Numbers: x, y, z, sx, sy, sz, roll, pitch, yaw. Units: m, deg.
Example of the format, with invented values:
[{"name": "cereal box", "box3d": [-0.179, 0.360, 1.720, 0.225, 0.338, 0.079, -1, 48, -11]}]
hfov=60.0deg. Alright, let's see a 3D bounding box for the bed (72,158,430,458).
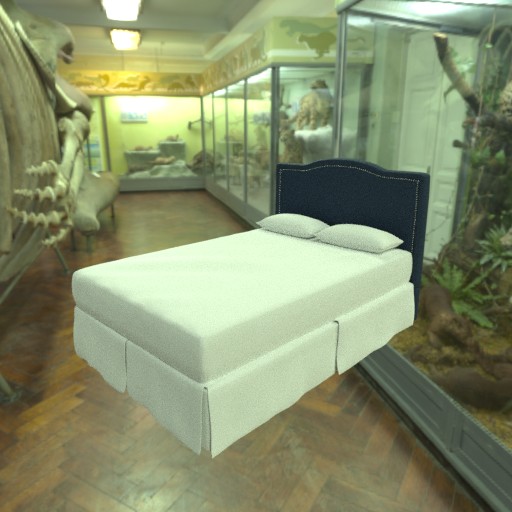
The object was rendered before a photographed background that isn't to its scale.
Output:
[{"name": "bed", "box3d": [0.000, 0.000, 3.585, 1.741, 1.441, 2.507, 15, 22, 43]}]
